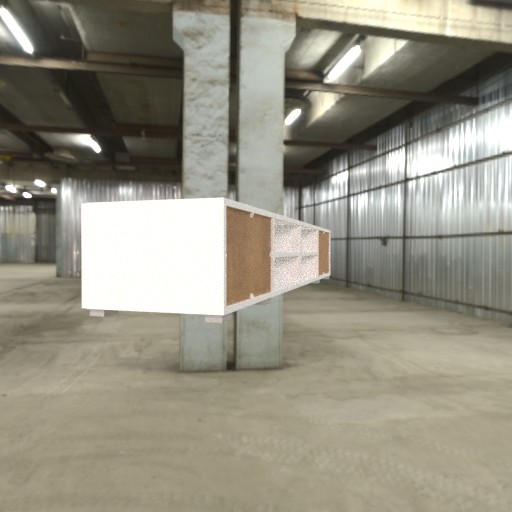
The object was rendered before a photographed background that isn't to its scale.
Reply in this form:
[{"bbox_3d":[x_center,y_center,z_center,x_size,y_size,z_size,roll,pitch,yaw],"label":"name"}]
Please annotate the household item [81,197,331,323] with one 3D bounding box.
[{"bbox_3d":[0.000,0.000,2.034,0.420,0.310,1.850,0,1,18],"label":"household item"}]
